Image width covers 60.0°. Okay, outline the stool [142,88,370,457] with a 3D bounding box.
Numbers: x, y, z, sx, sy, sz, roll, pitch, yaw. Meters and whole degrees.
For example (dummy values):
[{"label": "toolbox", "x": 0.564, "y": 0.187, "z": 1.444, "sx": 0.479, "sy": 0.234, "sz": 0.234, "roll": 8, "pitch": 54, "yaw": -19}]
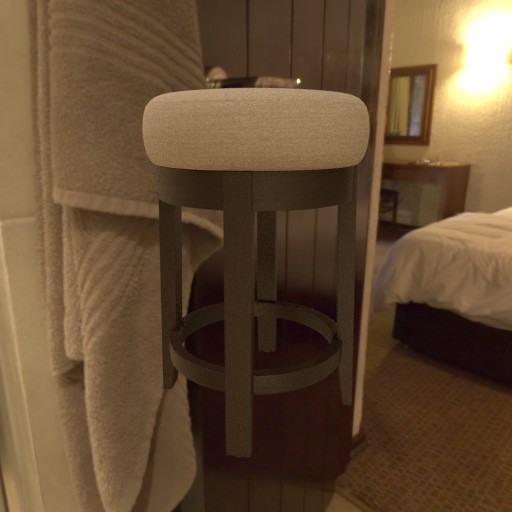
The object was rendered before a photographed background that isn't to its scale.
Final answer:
[{"label": "stool", "x": 0.000, "y": 0.000, "z": 0.959, "sx": 0.443, "sy": 0.672, "sz": 0.443, "roll": 0, "pitch": 16, "yaw": 0}]
